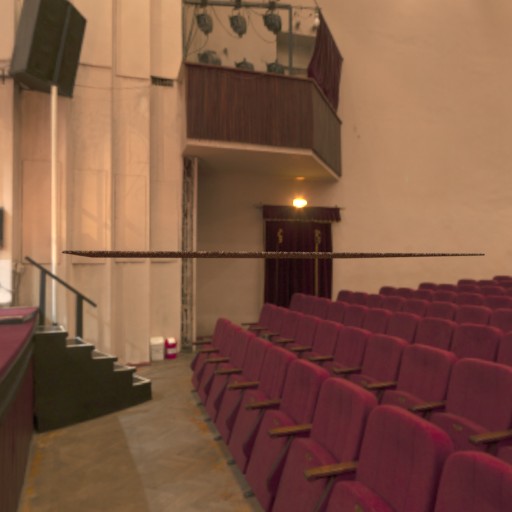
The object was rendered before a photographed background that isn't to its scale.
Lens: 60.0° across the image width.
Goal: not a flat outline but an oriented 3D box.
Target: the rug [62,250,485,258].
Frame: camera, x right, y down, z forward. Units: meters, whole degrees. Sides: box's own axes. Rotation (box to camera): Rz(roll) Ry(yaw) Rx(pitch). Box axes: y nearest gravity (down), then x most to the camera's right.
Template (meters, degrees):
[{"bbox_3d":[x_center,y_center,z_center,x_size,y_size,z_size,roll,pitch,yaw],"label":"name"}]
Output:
[{"bbox_3d":[0.000,0.000,4.340,3.204,0.017,2.448,0,-1,-16],"label":"rug"}]
